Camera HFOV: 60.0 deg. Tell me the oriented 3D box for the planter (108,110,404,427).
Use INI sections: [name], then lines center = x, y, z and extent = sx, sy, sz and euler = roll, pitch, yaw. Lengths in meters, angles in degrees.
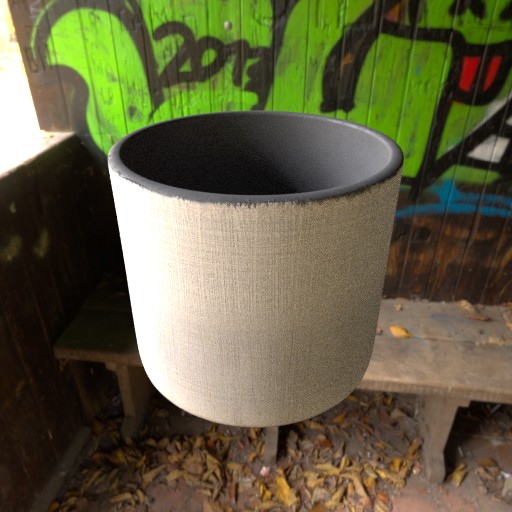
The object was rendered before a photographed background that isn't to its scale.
[planter]
center = 0.000, 0.000, 0.387
extent = 0.221, 0.201, 0.221
euler = 0, 31, 0
